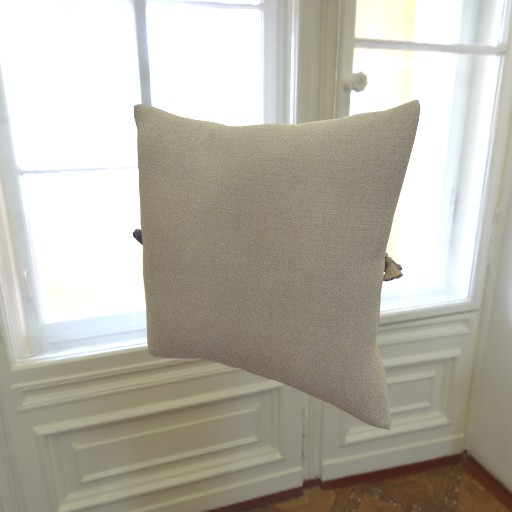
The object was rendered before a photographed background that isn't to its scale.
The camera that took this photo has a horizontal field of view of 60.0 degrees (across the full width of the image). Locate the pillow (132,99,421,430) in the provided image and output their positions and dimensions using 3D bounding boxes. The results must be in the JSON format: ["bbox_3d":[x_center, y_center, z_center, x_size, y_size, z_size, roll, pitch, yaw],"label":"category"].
[{"bbox_3d":[0.000,0.000,0.734,0.489,0.481,0.165,9,20,27],"label":"pillow"}]
